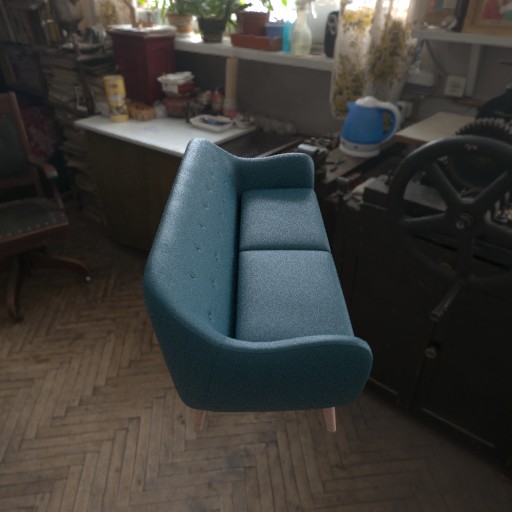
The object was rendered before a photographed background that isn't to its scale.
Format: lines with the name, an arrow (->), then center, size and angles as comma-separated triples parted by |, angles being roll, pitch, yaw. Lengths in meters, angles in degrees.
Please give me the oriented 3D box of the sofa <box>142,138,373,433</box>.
sofa -> 0.000, 0.000, 2.358 | 0.820, 0.836, 1.840 | 0, 34, 0
